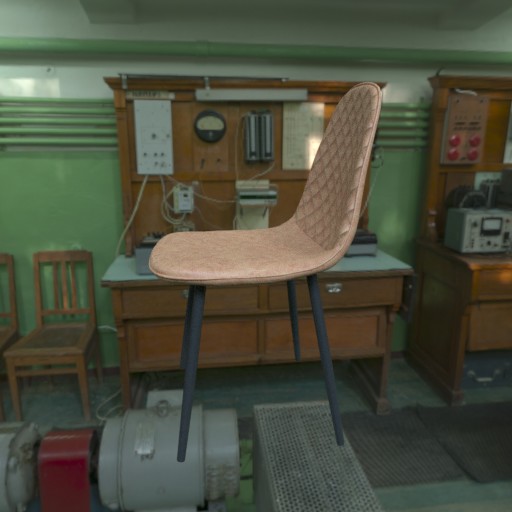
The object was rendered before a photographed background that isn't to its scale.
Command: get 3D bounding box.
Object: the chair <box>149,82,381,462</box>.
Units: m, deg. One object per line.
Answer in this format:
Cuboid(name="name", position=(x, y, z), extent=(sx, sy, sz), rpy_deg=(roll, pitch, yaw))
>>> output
Cuboid(name="chair", position=(0.000, 0.000, 1.206), extent=(0.561, 0.889, 0.472), rpy_deg=(-2, 15, -8))
